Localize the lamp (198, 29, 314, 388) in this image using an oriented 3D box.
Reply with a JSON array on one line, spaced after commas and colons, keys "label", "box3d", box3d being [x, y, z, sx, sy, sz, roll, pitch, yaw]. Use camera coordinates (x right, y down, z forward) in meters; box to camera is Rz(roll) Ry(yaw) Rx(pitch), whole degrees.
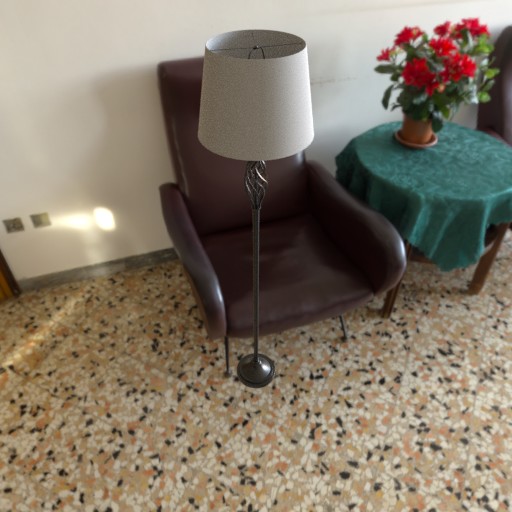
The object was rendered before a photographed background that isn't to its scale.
[{"label": "lamp", "box3d": [0.000, 0.000, 1.806, 0.379, 1.623, 0.379, 0, 41, 0]}]
